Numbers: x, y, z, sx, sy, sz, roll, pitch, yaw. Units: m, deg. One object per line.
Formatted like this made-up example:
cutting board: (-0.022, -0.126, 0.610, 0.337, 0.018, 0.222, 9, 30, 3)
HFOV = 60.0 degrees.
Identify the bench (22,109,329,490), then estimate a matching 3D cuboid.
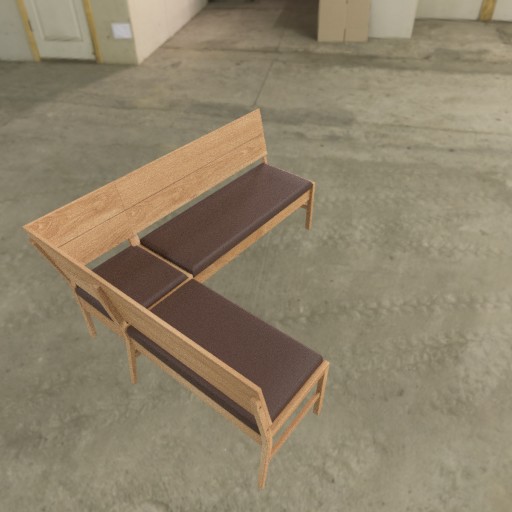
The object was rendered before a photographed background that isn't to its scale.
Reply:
bench: (0.000, 0.000, 2.776, 1.549, 0.890, 1.975, 27, 47, 28)
